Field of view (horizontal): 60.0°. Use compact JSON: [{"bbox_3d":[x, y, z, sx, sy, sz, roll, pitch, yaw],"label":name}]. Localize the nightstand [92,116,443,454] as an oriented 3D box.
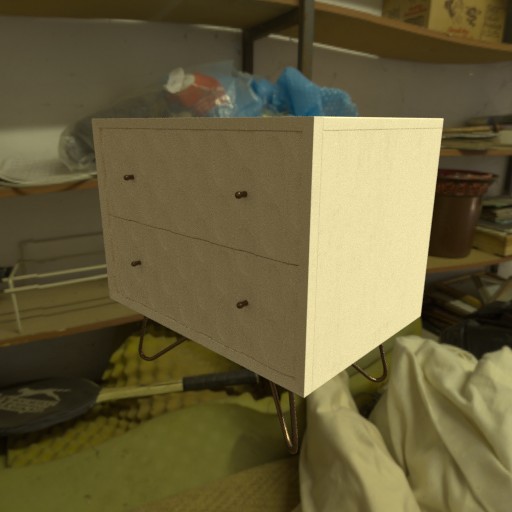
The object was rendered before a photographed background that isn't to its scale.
[{"bbox_3d":[0.000,0.000,1.021,0.614,0.604,0.447,15,23,41],"label":"nightstand"}]
